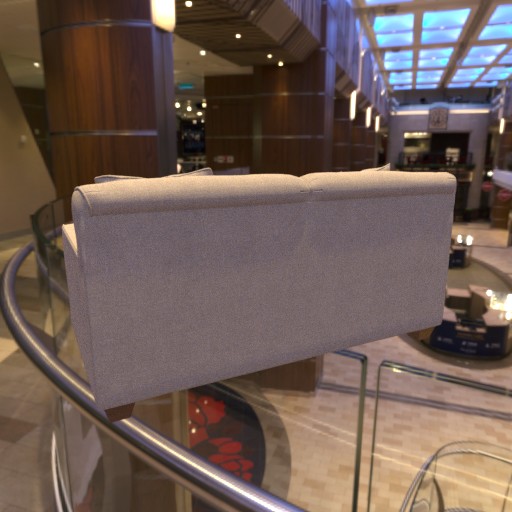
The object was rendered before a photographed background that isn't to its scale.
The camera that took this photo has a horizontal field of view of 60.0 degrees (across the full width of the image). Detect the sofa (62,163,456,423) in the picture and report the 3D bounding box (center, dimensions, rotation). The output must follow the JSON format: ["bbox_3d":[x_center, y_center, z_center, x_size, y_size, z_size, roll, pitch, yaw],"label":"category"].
[{"bbox_3d":[0.000,0.000,2.372,1.846,0.958,0.998,-7,15,-27],"label":"sofa"}]
